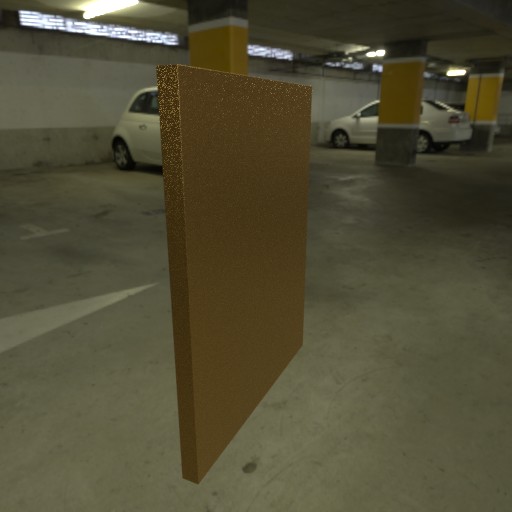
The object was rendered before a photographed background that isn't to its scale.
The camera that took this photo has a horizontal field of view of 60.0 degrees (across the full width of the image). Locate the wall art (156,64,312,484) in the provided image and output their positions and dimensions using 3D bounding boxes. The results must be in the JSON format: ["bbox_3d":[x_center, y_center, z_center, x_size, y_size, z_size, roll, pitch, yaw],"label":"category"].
[{"bbox_3d":[0.000,0.000,1.024,0.038,0.762,0.610,8,20,24],"label":"wall art"}]
